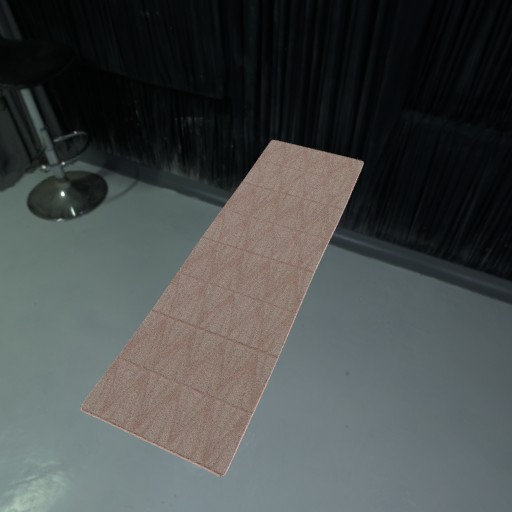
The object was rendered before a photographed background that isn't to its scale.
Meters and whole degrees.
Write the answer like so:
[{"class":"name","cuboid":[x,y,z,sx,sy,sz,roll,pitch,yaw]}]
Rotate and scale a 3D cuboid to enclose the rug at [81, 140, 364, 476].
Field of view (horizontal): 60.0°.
[{"class":"rug","cuboid":[0.000,0.000,2.719,0.760,0.015,2.435,18,50,15]}]
